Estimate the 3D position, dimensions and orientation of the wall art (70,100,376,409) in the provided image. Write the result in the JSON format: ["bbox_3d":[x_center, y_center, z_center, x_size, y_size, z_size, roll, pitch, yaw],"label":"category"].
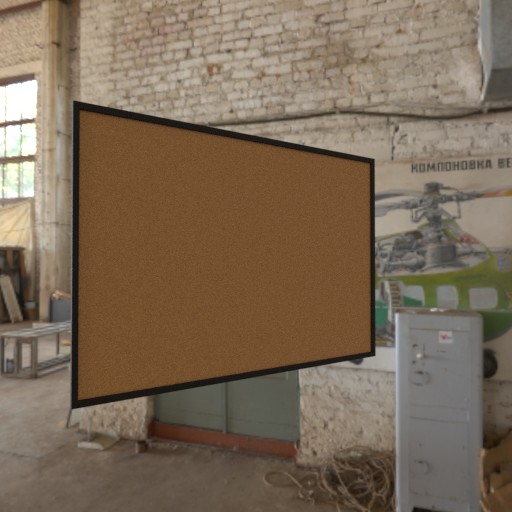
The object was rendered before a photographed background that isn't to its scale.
[{"bbox_3d":[0.000,0.000,1.229,0.963,0.665,0.013,1,-1,-34],"label":"wall art"}]
